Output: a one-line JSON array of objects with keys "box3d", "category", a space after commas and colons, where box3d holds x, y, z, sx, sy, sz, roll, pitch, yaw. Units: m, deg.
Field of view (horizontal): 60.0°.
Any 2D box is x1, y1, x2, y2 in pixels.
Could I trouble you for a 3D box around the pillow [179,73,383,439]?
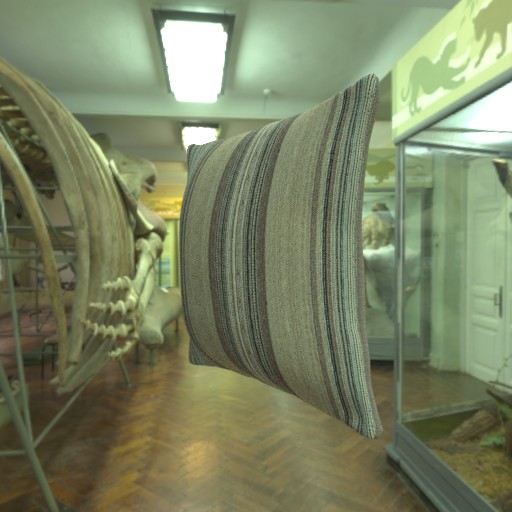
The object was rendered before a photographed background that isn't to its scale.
[{"box3d": [0.000, 0.000, 0.665, 0.189, 0.416, 0.435, -1, 1, -37], "category": "pillow"}]
